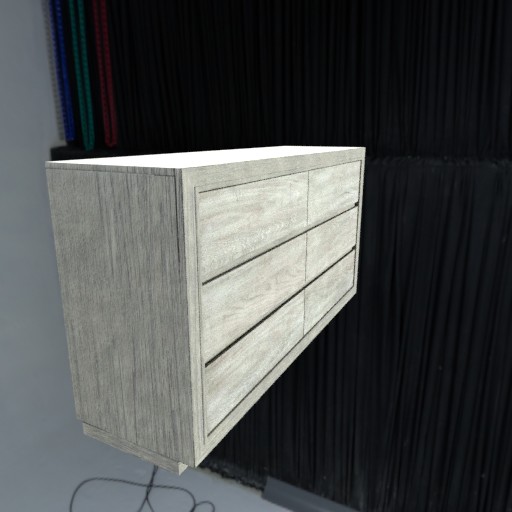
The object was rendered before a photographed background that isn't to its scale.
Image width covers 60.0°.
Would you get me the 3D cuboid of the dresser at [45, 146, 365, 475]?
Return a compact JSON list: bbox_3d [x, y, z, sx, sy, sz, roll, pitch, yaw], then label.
[{"bbox_3d":[0.000,0.000,1.952,0.483,0.889,1.628,8,18,27],"label":"dresser"}]
